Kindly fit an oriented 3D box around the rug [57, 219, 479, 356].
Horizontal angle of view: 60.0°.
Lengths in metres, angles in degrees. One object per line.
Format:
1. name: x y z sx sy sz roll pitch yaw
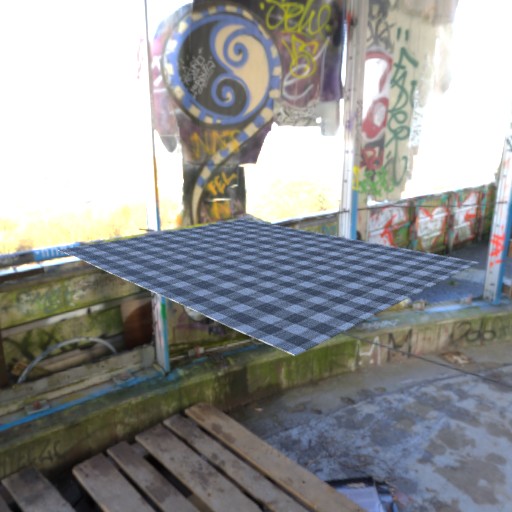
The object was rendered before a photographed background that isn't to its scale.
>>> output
1. rug: 0.000 0.000 4.048 2.432 0.013 3.021 -14 20 -43
